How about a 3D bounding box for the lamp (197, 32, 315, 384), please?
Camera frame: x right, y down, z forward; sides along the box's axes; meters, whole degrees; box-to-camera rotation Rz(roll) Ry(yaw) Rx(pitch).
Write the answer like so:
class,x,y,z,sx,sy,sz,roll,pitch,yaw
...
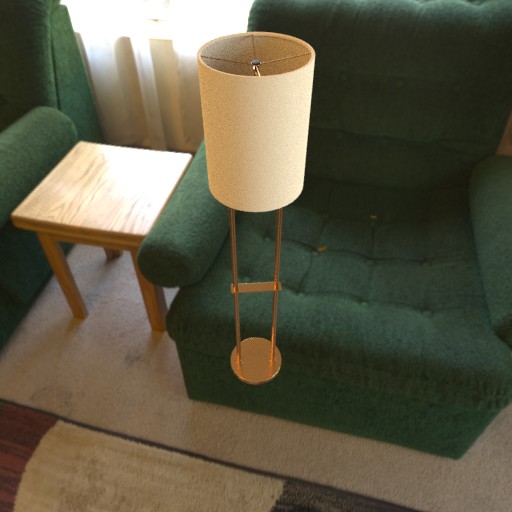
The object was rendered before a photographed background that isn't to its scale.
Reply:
class,x,y,z,sx,sy,sz,roll,pitch,yaw
lamp,0.000,0.000,1.682,0.306,1.500,0.305,-3,45,-3
